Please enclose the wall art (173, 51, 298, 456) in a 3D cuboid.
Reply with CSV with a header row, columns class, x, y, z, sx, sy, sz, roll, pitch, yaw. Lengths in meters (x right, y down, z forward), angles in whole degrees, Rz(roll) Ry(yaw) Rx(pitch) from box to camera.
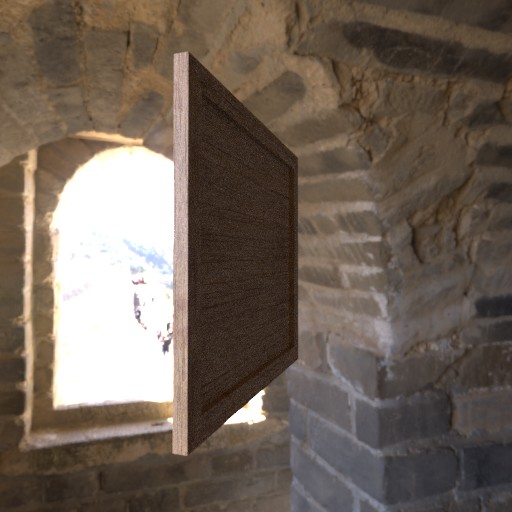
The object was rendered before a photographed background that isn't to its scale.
class,x,y,z,sx,sy,sz,roll,pitch,yaw
wall art,0.000,0.000,0.974,0.026,0.588,0.690,0,-1,19
